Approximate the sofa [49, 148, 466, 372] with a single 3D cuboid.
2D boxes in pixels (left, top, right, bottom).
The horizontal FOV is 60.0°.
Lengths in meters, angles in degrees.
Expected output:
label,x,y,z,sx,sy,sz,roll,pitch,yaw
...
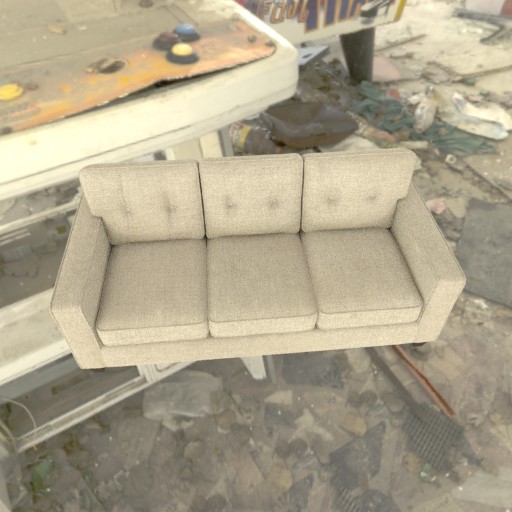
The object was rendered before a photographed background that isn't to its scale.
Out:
label,x,y,z,sx,sy,sz,roll,pitch,yaw
sofa,0.000,0.000,2.645,2.133,0.965,0.939,-4,46,-4
